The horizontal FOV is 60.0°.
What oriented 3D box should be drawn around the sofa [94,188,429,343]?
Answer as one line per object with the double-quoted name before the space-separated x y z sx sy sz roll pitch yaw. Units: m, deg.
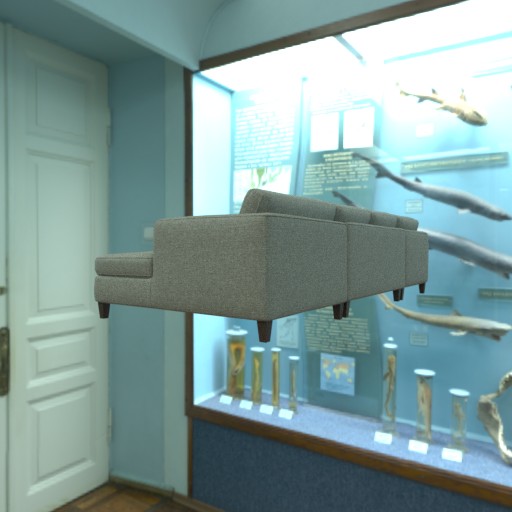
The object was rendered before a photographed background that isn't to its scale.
"sofa" 0.000 0.000 4.482 2.551 0.889 3.403 1 1 35
